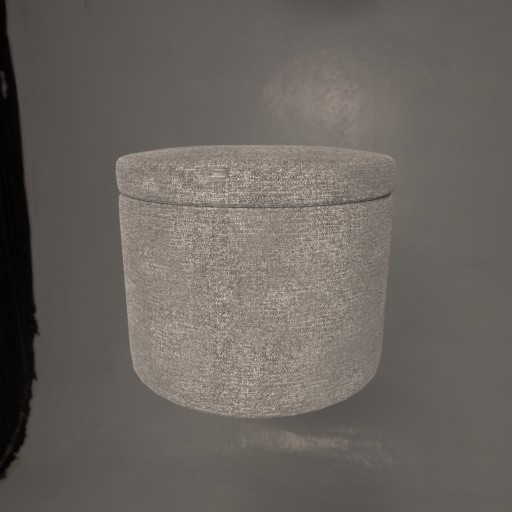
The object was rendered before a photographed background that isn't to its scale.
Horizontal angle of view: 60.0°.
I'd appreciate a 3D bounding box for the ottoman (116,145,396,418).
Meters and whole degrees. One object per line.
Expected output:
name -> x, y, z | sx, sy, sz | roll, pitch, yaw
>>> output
ottoman -> 0.000, 0.000, 0.870 | 0.500, 0.419, 0.500 | 0, 15, 0
